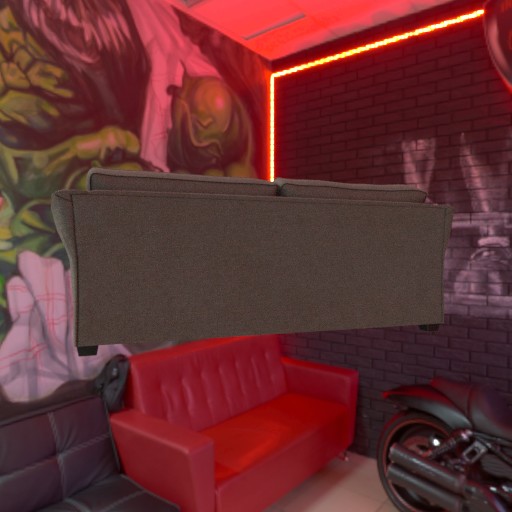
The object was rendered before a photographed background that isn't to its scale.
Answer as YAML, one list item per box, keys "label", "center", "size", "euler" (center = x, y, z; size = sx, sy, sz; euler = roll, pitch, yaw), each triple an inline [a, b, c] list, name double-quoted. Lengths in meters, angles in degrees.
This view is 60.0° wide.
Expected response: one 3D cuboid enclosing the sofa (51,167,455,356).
- label: "sofa"
  center: [0.000, 0.000, 2.786]
  size: [2.270, 0.906, 0.986]
  euler: [0, 1, -19]
